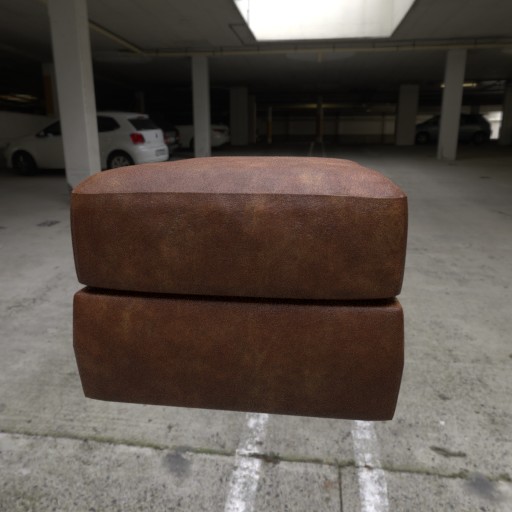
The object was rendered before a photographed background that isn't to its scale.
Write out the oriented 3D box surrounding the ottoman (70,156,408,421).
[{"bbox_3d":[0.000,0.000,1.109,0.603,0.476,0.751,2,14,7],"label":"ottoman"}]
